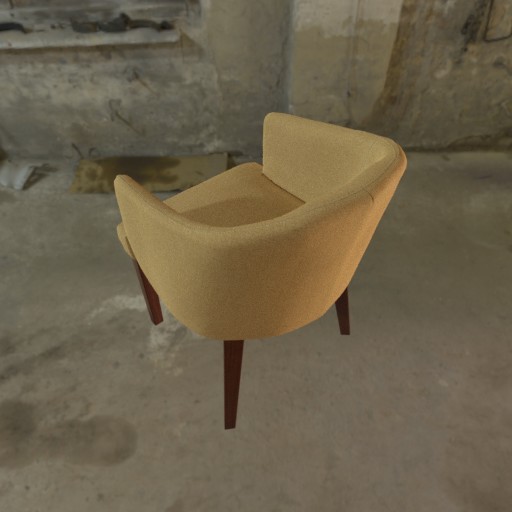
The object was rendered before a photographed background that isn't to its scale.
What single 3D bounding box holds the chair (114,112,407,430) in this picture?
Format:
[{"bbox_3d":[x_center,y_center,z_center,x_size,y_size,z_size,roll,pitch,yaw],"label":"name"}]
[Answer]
[{"bbox_3d":[0.000,0.000,1.252,0.583,0.811,0.655,-31,53,-27],"label":"chair"}]
